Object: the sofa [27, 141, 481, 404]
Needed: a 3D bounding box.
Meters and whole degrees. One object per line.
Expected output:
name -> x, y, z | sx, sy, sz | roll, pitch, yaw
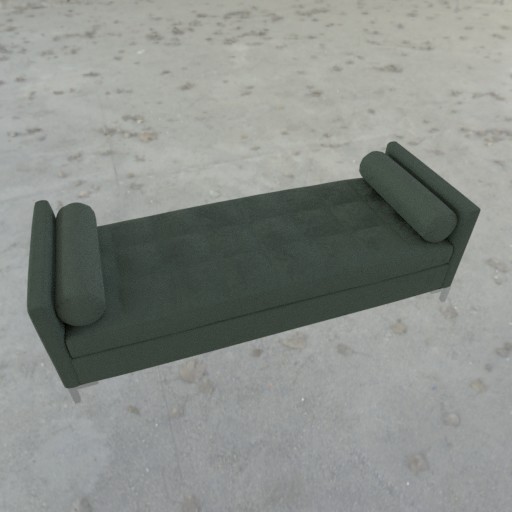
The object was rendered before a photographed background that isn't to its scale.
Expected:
sofa -> 0.000, 0.000, 2.390 | 2.102, 0.657, 0.797 | -12, 42, -14
